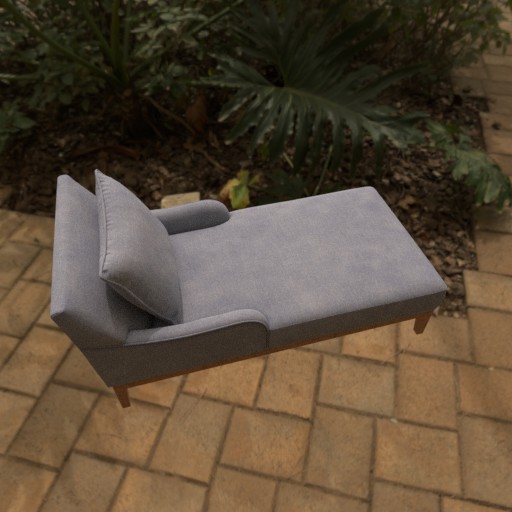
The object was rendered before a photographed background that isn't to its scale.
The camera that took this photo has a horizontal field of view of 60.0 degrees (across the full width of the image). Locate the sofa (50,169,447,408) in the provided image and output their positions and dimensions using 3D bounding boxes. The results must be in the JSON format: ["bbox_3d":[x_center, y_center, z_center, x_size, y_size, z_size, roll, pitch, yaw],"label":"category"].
[{"bbox_3d":[0.000,0.000,2.314,1.779,0.883,0.904,-11,47,-11],"label":"sofa"}]
